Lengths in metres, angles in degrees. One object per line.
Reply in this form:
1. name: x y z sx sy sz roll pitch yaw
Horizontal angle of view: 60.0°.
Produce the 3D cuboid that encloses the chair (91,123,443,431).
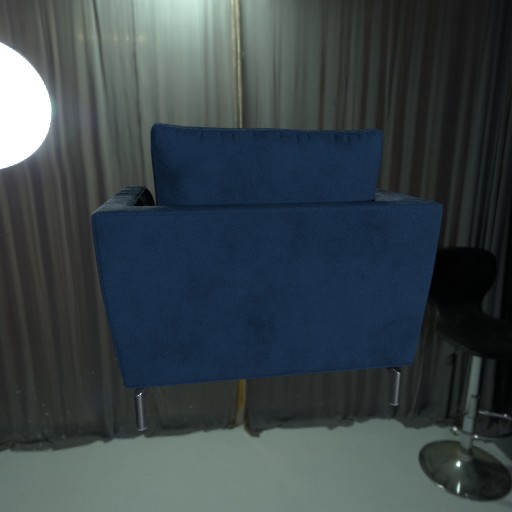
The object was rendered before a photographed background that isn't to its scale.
1. chair: 0.000 0.000 1.588 0.977 0.893 0.746 -2 14 -9
